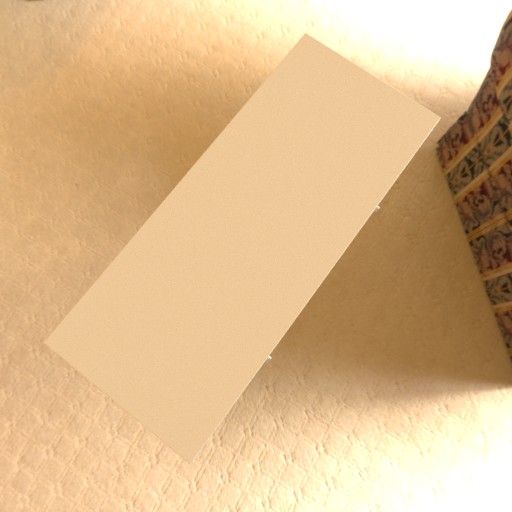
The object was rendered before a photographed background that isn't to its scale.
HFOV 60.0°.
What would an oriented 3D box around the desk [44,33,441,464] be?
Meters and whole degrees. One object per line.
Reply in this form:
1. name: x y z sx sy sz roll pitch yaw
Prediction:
1. desk: 0.000 0.000 1.610 0.504 0.762 1.191 36 79 8
